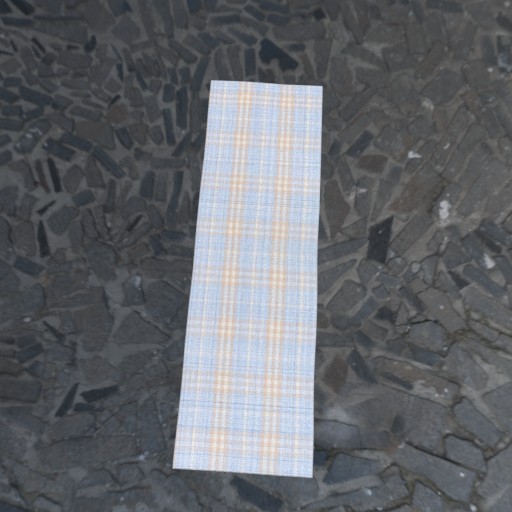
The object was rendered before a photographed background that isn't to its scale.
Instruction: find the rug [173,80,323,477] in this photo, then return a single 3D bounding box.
[{"bbox_3d":[0.000,0.000,2.713,0.762,0.013,2.439,3,75,1],"label":"rug"}]
